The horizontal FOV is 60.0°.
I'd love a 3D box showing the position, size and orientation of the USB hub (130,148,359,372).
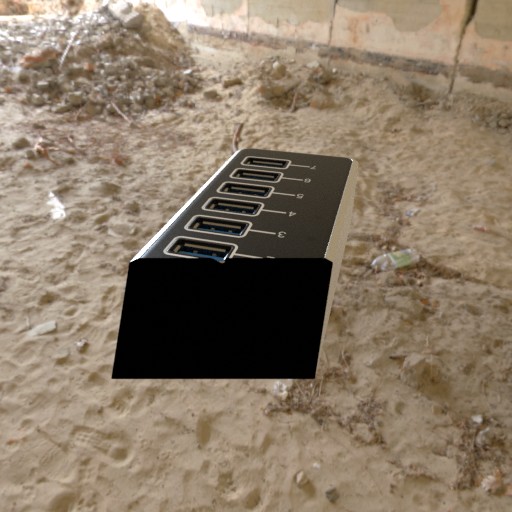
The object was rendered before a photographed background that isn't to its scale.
[{"bbox_3d":[0.000,0.000,0.122,0.044,0.023,0.110,9,34,14],"label":"USB hub"}]
